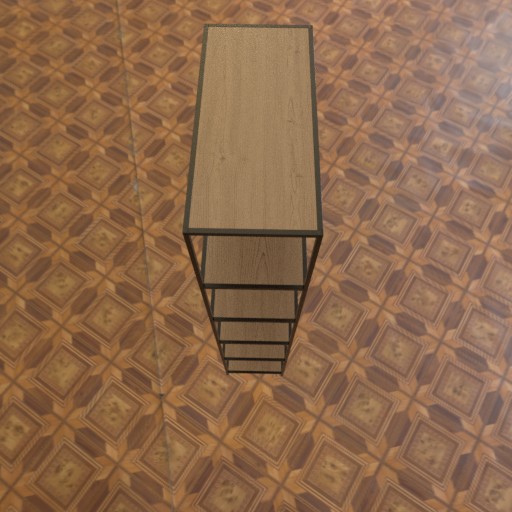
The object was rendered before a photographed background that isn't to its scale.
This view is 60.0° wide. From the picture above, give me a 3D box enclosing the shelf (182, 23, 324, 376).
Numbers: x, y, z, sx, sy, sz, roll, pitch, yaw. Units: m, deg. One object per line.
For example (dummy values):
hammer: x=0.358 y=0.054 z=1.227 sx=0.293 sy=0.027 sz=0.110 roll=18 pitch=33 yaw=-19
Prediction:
shelf: x=0.000 y=0.000 z=2.097 sx=0.350 sy=1.850 sz=0.770 roll=1 pitch=64 yaw=1
